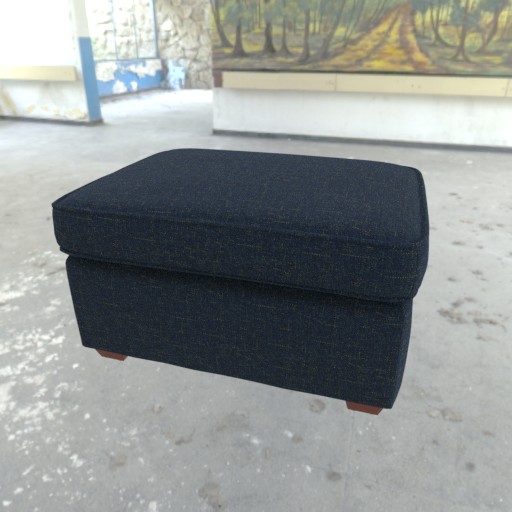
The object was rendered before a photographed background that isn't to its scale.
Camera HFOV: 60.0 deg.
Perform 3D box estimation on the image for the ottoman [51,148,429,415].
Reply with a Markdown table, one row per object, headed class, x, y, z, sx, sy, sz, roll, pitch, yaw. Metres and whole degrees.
| class | x | y | z | sx | sy | sz | roll | pitch | yaw |
| --- | --- | --- | --- | --- | --- | --- | --- | --- | --- |
| ottoman | 0.000 | 0.000 | 1.095 | 0.749 | 0.450 | 0.549 | 7 | 27 | 15 |
